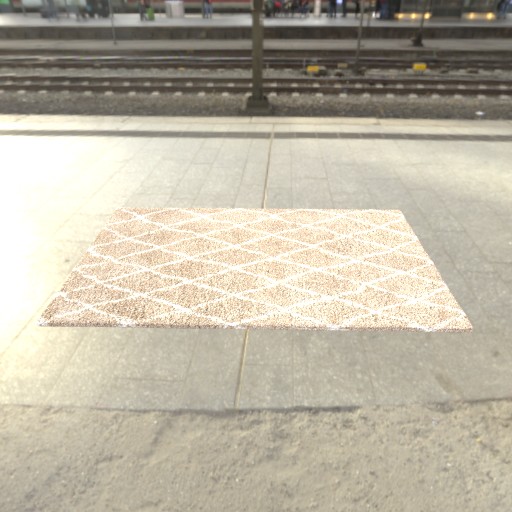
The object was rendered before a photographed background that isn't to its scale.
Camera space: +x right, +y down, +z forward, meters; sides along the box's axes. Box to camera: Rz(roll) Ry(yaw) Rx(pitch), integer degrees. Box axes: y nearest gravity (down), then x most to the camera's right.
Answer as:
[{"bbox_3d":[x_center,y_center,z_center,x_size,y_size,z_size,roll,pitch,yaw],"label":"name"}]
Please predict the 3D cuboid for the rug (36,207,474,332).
[{"bbox_3d":[0.000,0.000,3.523,2.743,0.030,1.778,1,30,1],"label":"rug"}]
